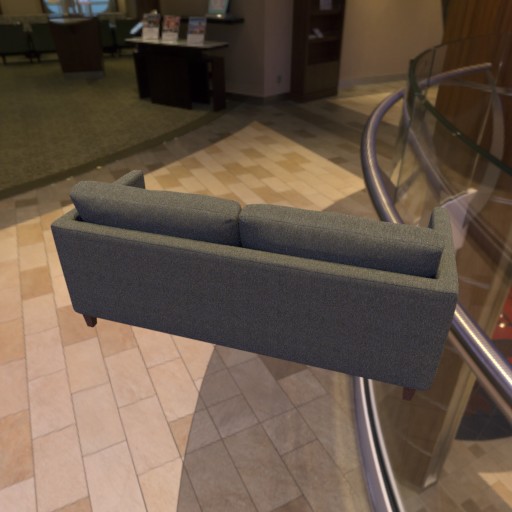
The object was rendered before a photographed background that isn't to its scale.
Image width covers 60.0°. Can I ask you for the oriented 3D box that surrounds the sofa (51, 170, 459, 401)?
[{"bbox_3d":[0.000,0.000,2.756,2.208,0.965,0.948,9,33,15],"label":"sofa"}]
